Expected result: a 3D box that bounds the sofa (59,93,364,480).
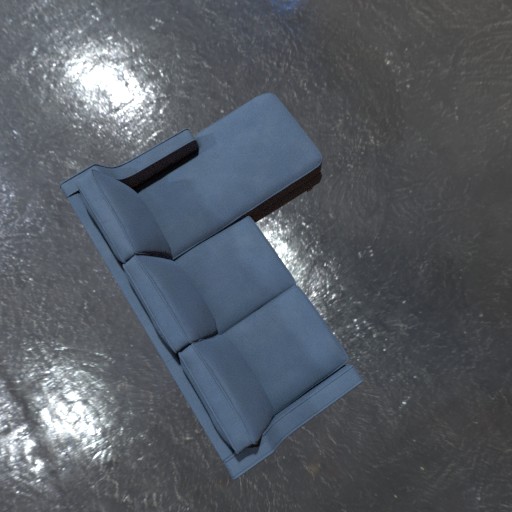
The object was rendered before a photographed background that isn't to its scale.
[{"bbox_3d":[0.000,0.000,3.346,1.858,1.066,2.317,-33,78,-8],"label":"sofa"}]
